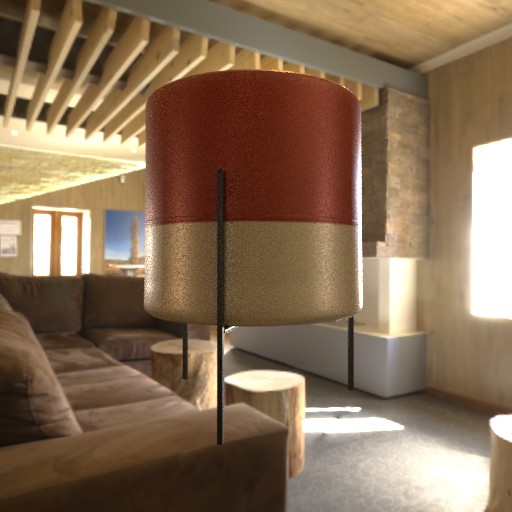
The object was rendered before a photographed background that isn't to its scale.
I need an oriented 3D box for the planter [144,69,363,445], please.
[{"bbox_3d":[0.000,0.000,0.721,0.354,0.465,0.345,0,0,-17],"label":"planter"}]
